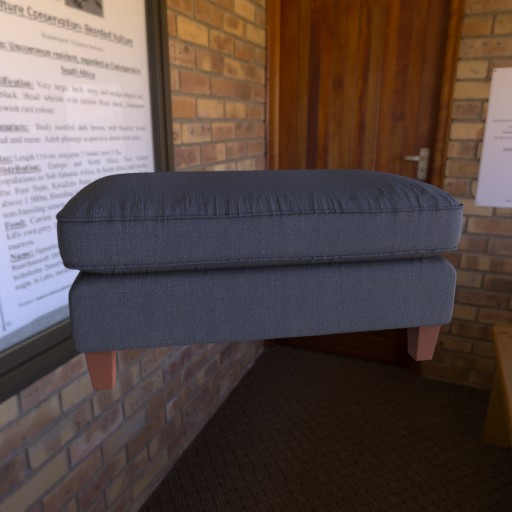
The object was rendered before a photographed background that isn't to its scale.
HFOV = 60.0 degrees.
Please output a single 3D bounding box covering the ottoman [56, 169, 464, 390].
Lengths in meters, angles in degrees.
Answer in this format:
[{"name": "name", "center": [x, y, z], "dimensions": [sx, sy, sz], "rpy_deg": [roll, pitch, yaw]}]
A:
[{"name": "ottoman", "center": [0.000, 0.000, 1.196], "dimensions": [0.885, 0.438, 0.570], "rpy_deg": [-3, 17, -9]}]
